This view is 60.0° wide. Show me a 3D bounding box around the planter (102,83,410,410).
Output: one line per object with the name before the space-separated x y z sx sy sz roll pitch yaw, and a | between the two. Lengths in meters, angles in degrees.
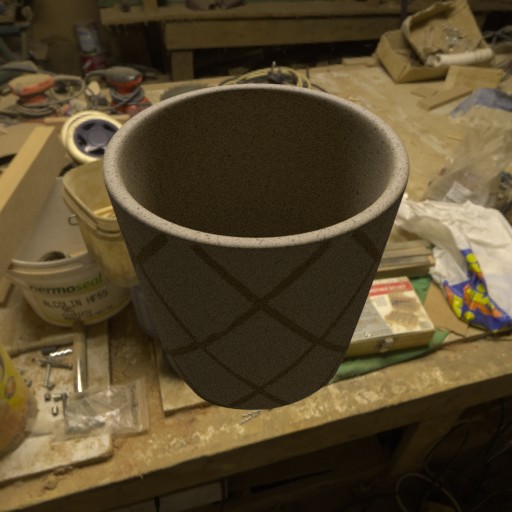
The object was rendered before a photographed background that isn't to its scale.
planter | 0.000 0.000 0.418 0.228 0.235 0.228 0 44 0
